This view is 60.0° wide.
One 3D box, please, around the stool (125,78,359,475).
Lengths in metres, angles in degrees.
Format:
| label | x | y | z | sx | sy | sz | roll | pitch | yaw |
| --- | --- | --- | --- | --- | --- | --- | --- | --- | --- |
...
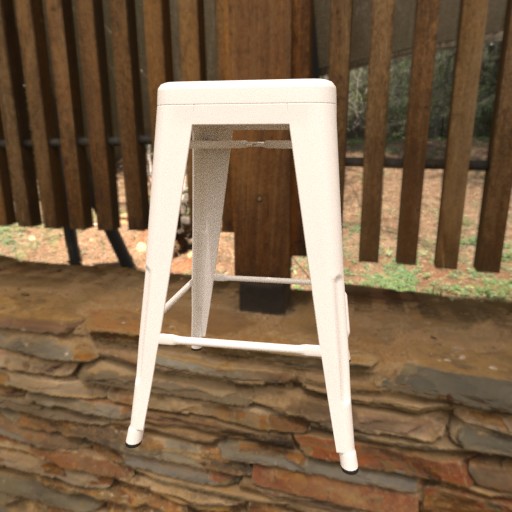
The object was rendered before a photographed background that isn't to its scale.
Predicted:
| label | x | y | z | sx | sy | sz | roll | pitch | yaw |
| --- | --- | --- | --- | --- | --- | --- | --- | --- | --- |
| stool | 0.000 | 0.000 | 0.864 | 0.406 | 0.610 | 0.406 | 2 | 15 | 9 |
